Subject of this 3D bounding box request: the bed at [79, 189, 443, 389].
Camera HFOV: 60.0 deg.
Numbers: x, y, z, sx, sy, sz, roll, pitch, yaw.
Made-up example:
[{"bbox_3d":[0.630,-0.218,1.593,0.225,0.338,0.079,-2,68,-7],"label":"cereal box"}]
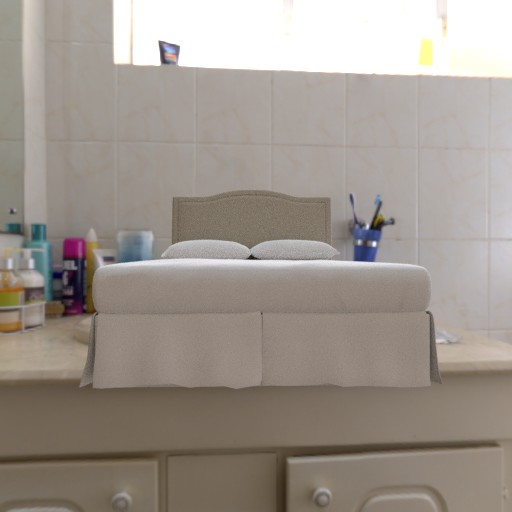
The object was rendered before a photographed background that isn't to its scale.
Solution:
[{"bbox_3d":[0.000,0.000,3.584,1.977,1.437,2.477,0,0,-2],"label":"bed"}]
